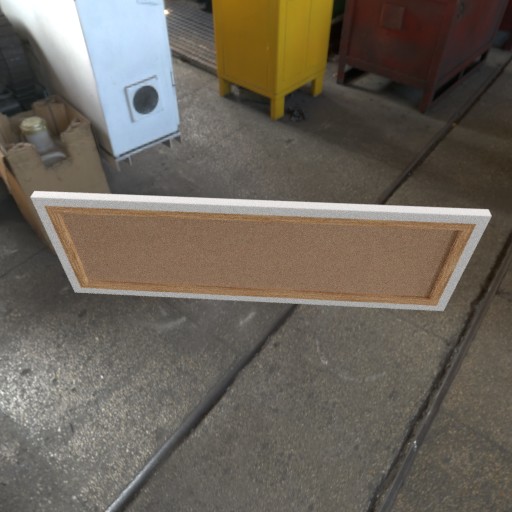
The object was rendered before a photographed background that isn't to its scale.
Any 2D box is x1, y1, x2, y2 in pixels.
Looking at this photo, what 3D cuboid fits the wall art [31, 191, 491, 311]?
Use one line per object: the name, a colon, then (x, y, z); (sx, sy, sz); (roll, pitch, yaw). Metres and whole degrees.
wall art: (0.000, 0.000, 1.653); (1.520, 0.507, 0.039); (3, 46, 3)
